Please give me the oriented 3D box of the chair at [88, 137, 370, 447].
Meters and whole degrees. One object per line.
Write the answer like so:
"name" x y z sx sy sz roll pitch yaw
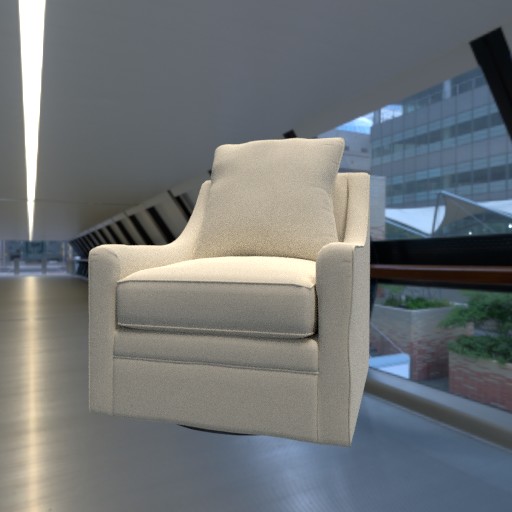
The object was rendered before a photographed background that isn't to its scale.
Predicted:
"chair" 0.000 0.000 1.573 0.756 0.965 0.876 0 1 17
